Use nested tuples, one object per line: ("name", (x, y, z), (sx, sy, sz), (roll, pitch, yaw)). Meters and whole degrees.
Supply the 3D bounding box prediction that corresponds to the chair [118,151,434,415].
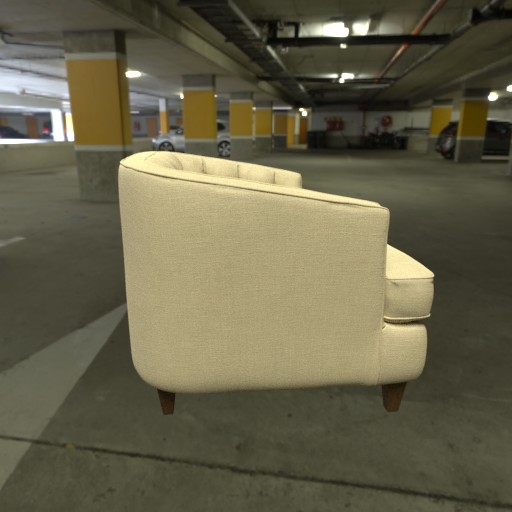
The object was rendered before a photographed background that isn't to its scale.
("chair", (0.000, 0.000, 1.734), (0.914, 0.787, 1.118), (-2, 16, -8))
